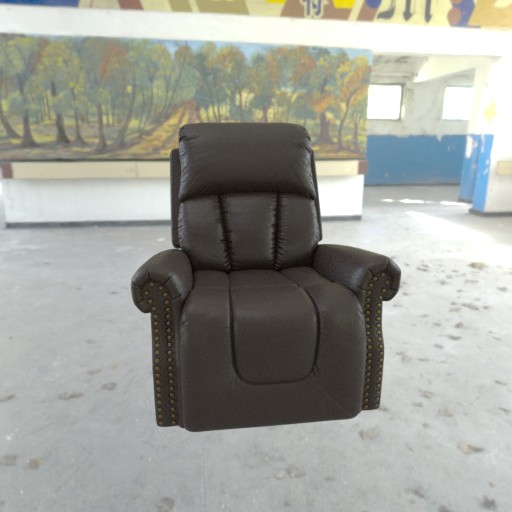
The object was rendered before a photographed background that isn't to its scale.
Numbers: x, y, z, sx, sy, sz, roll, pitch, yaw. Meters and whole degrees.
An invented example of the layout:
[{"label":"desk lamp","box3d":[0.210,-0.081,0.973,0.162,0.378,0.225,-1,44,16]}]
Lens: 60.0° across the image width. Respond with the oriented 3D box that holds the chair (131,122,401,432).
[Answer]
[{"label":"chair","box3d":[0.000,0.000,1.745,0.869,1.028,0.978,-2,15,-7]}]
